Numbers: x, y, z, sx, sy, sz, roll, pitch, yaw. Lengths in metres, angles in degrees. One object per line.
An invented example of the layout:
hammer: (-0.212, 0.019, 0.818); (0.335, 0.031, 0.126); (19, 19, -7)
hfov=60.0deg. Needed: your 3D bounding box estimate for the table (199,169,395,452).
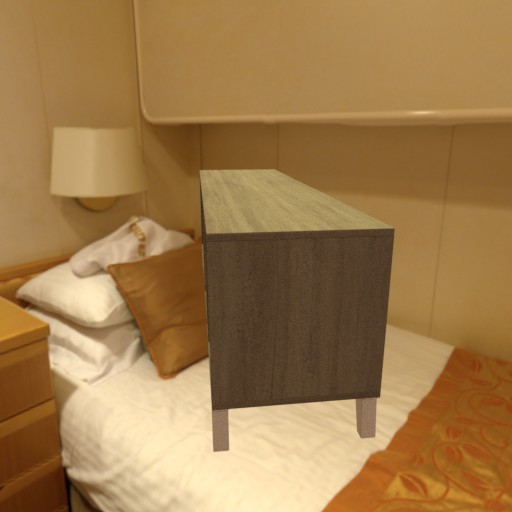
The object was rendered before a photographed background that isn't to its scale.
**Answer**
table: (0.000, 0.000, 1.707); (0.400, 0.530, 1.500); (-2, 16, -7)
